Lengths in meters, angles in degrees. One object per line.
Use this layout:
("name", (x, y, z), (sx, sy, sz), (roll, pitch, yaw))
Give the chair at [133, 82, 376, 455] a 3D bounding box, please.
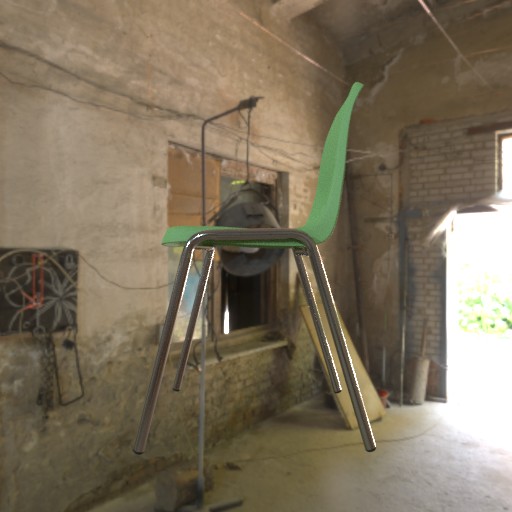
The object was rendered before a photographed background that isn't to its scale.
("chair", (0.000, 0.000, 0.968), (0.436, 0.704, 0.381), (0, 0, 0))
